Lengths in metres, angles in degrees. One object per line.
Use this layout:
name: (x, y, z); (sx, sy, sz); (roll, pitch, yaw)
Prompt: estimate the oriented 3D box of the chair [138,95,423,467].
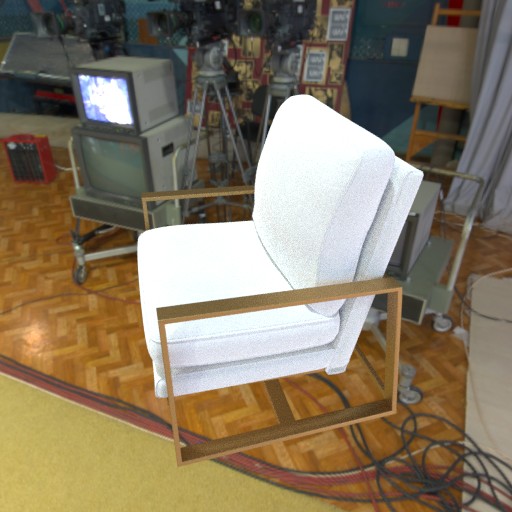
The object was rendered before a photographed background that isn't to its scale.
chair: (0.000, 0.000, 1.552); (0.813, 0.966, 0.805); (-8, 33, -13)
